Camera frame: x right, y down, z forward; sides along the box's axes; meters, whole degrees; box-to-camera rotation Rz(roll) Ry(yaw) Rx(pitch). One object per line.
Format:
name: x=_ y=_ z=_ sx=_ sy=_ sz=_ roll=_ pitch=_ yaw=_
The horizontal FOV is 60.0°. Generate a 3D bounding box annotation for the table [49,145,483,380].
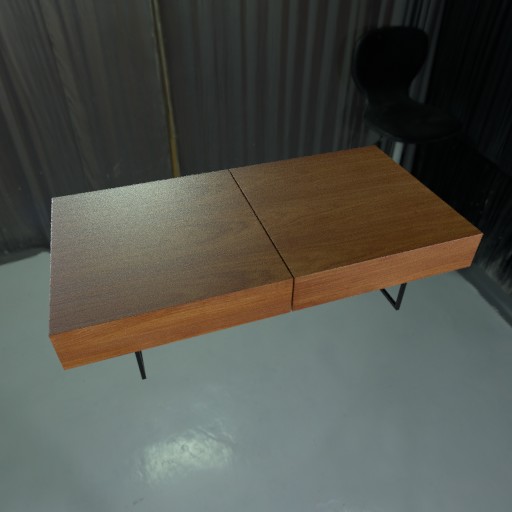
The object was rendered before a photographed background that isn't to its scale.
table: x=0.000 y=0.000 z=1.473 sx=1.194 sy=0.330 sz=0.610 roll=-12 pitch=41 yaw=-14
